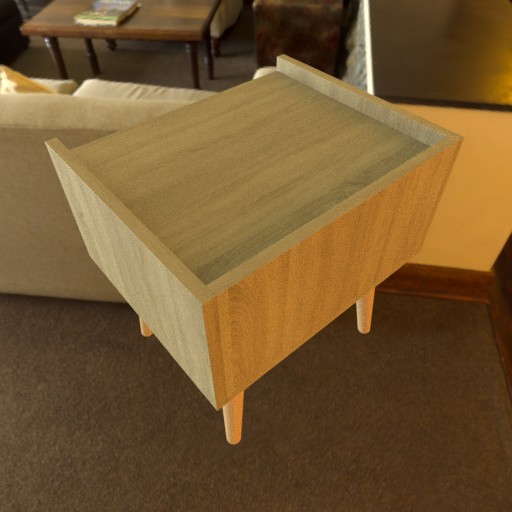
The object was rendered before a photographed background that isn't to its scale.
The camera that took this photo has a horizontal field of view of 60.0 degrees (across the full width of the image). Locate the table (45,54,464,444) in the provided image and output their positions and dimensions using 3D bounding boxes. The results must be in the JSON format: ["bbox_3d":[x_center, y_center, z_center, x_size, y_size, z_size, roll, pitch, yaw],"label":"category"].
[{"bbox_3d":[0.000,0.000,0.785,0.450,0.470,0.370,-32,54,-27],"label":"table"}]
